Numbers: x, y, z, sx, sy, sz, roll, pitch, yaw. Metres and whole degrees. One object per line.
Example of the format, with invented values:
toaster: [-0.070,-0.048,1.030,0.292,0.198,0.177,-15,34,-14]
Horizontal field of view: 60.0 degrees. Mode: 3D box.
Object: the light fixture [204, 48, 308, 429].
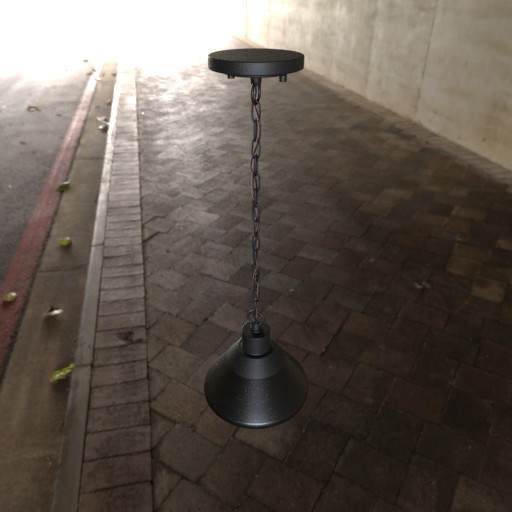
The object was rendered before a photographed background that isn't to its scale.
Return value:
light fixture: [0.000,0.000,0.705,0.201,0.588,0.201,10,33,16]
